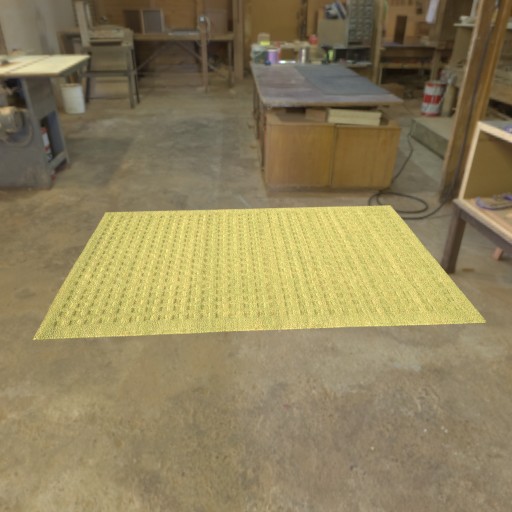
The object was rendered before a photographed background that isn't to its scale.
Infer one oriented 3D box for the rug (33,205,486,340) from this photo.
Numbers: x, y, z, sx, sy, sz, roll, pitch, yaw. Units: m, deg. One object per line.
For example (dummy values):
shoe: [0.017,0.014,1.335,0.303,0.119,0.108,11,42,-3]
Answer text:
rug: [0.000,0.000,2.890,2.297,0.007,1.529,-2,30,-3]
